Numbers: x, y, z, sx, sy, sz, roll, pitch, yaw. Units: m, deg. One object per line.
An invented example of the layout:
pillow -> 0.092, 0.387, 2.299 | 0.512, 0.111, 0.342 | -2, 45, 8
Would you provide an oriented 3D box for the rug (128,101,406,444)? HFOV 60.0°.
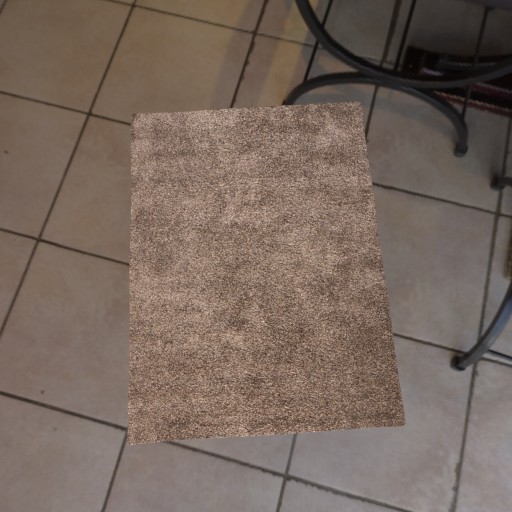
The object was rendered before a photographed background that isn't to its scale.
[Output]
rug -> 0.000, 0.000, 2.114 | 1.198, 0.025, 1.601 | -3, 75, -1
